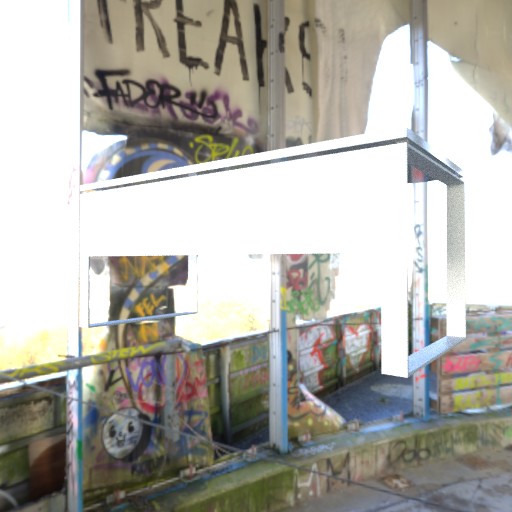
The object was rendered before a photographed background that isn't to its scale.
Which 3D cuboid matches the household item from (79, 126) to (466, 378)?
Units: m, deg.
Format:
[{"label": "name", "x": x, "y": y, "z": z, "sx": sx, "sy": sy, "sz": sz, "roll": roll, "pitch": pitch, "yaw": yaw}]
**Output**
[{"label": "household item", "x": 0.000, "y": 0.000, "z": 2.132, "sx": 1.700, "sy": 0.745, "sz": 0.800, "roll": -1, "pitch": -1, "yaw": 37}]
